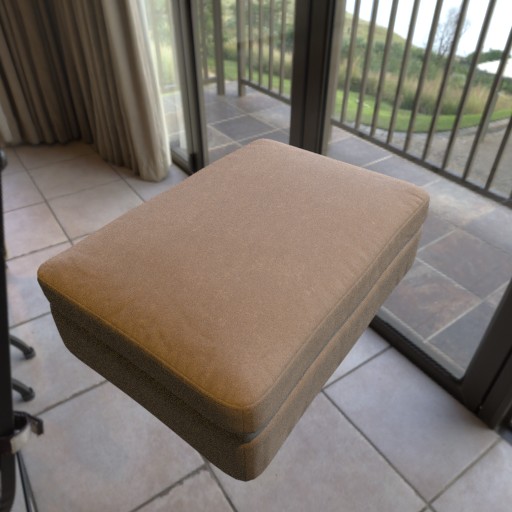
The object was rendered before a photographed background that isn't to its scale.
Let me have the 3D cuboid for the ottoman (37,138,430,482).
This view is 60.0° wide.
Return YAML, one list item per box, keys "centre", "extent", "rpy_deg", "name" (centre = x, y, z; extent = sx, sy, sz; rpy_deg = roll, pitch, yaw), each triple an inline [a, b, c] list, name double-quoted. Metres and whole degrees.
- centre: [0.000, 0.000, 1.584]
  extent: [0.840, 0.429, 1.199]
  rpy_deg: [25, 46, 27]
  name: "ottoman"
